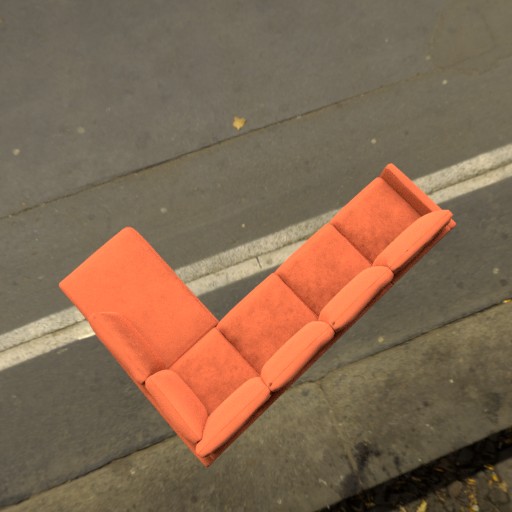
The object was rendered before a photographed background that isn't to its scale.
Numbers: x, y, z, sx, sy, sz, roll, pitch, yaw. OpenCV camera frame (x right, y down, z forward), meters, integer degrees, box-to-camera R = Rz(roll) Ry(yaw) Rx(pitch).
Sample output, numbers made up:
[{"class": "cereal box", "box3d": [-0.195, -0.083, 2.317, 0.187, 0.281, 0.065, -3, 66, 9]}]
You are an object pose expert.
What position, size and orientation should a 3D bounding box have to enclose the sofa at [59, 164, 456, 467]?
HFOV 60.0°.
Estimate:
[{"class": "sofa", "box3d": [0.000, 0.000, 3.687, 2.736, 0.757, 1.879, -42, 80, -9]}]
